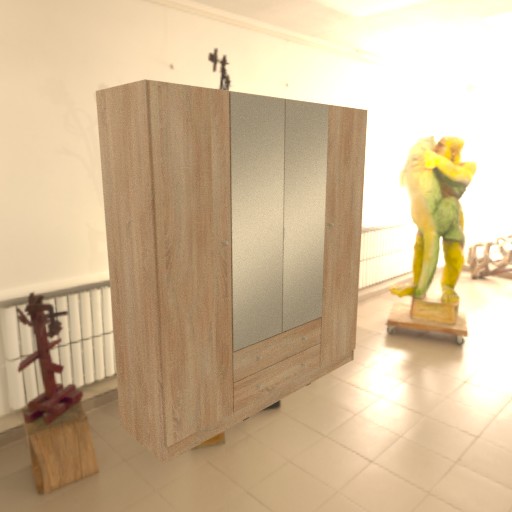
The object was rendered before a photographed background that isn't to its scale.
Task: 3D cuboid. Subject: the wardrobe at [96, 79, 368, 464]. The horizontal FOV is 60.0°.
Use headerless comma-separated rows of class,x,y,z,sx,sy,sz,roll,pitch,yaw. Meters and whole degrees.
wardrobe,0.000,0.000,3.257,1.998,2.159,0.598,-12,17,-43
